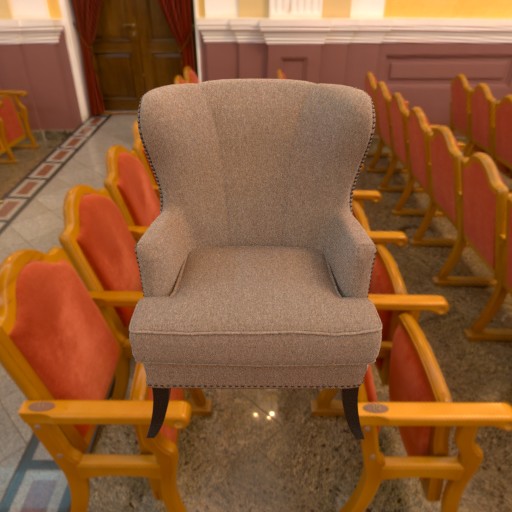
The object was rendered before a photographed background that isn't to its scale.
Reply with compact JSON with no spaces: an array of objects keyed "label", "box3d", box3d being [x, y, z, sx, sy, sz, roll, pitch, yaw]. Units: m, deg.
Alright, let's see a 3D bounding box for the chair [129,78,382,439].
[{"label":"chair","box3d":[0.000,0.000,1.560,0.759,1.060,0.758,0,32,0]}]
